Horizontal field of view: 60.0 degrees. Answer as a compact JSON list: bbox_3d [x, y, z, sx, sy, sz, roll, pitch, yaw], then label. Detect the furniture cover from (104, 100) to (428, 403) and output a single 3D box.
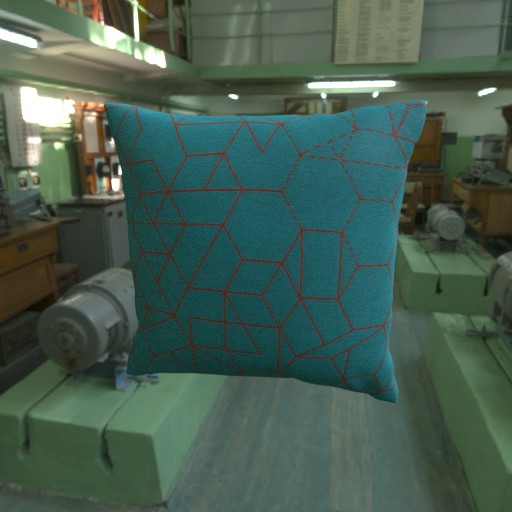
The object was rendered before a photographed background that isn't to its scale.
[{"bbox_3d":[0.000,0.000,0.766,0.517,0.508,0.158,3,15,10],"label":"furniture cover"}]
